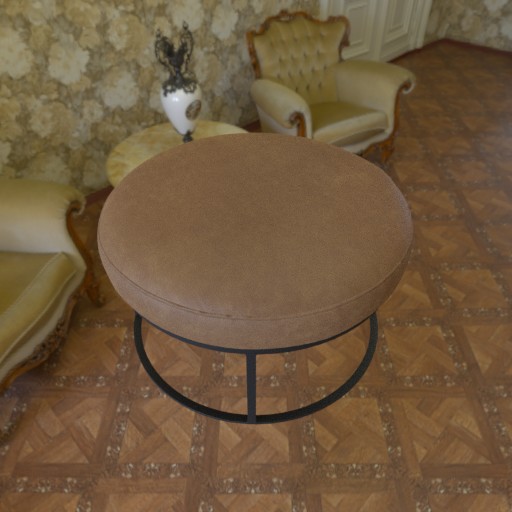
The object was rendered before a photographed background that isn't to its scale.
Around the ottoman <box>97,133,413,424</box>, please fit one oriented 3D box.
[{"bbox_3d":[0.000,0.000,1.218,0.771,0.460,0.771,0,41,0],"label":"ottoman"}]
